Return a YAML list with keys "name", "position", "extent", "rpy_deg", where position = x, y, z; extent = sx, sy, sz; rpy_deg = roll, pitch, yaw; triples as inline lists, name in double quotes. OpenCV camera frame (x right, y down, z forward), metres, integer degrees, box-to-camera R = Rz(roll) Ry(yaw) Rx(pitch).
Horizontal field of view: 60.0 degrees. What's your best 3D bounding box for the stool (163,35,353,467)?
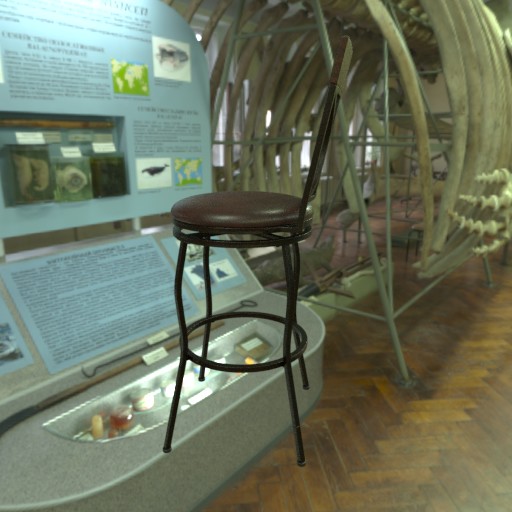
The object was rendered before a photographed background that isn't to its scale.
- name: "stool"
  position: [0.000, 0.000, 1.355]
  extent: [0.513, 1.130, 0.448]
  rpy_deg: [2, 15, 8]
